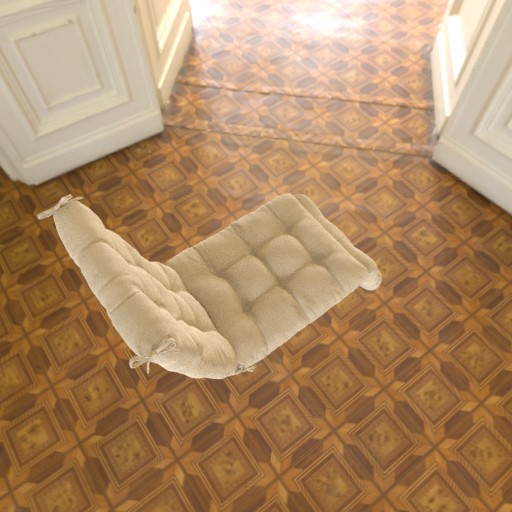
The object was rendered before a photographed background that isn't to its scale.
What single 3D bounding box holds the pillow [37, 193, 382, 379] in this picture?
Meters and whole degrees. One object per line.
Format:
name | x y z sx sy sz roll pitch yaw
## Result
pillow | 0.000 0.000 1.509 1.016 0.863 0.526 -33 65 -18
